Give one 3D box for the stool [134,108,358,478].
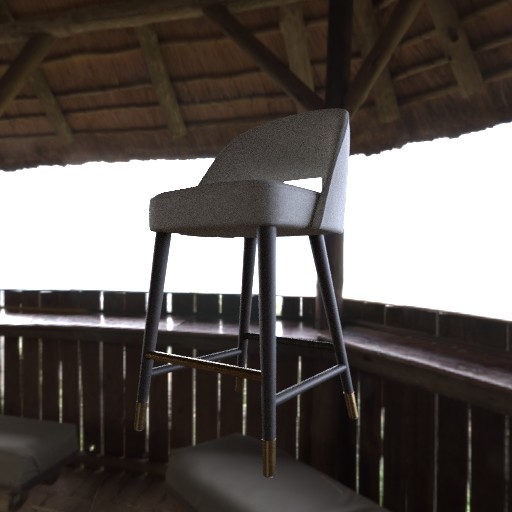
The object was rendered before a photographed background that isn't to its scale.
[{"bbox_3d":[0.000,0.000,1.266,0.494,0.940,0.509,0,-1,37],"label":"stool"}]
